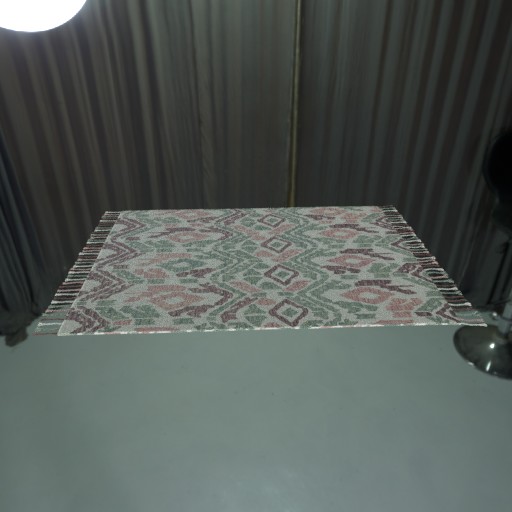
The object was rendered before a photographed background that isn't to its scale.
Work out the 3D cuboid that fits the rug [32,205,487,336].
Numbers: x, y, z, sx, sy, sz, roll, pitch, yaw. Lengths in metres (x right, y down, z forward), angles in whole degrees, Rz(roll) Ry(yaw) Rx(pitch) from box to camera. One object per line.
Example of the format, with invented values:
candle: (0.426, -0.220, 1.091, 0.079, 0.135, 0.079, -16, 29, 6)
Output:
rug: (0.000, 0.000, 2.277, 1.829, 0.010, 1.219, -1, 30, -2)
